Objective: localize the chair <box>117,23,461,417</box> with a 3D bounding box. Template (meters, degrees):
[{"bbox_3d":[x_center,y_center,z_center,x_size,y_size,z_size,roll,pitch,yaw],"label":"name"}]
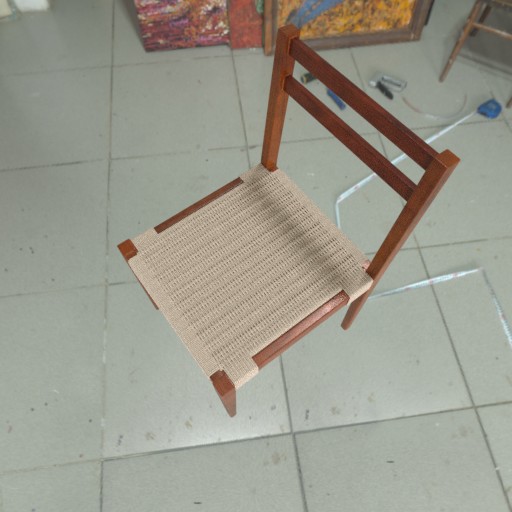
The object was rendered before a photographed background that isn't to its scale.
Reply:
[{"bbox_3d":[0.000,0.000,1.191,0.569,0.851,0.495,-34,67,-16],"label":"chair"}]
